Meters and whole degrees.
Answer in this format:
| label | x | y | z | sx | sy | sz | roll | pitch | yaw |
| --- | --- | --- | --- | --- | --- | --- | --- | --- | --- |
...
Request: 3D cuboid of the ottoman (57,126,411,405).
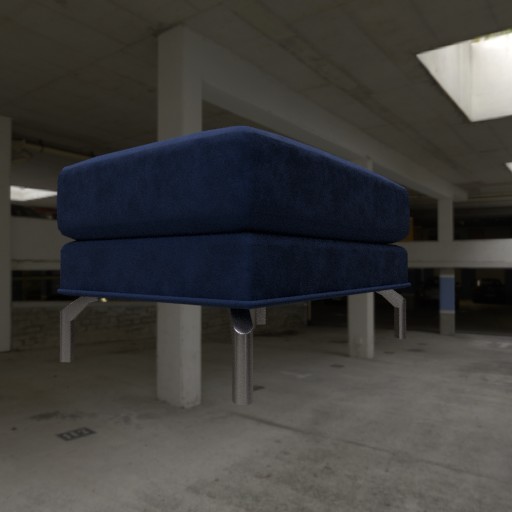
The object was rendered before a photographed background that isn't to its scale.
| label | x | y | z | sx | sy | sz | roll | pitch | yaw |
| --- | --- | --- | --- | --- | --- | --- | --- | --- | --- |
| ottoman | 0.000 | 0.000 | 1.204 | 0.587 | 0.498 | 0.835 | -1 | -1 | 37 |
